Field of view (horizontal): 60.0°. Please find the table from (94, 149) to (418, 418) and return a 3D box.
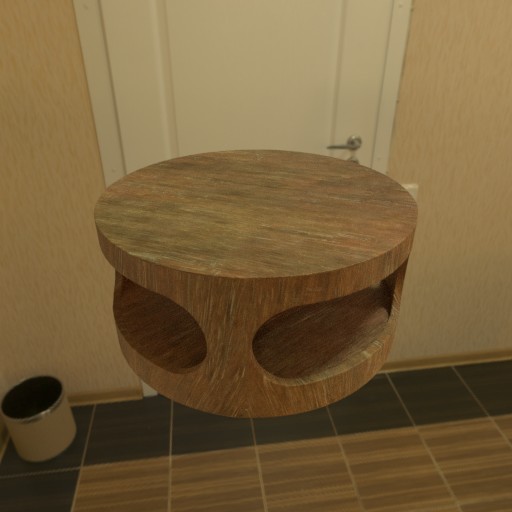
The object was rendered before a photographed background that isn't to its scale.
[{"bbox_3d":[0.000,0.000,1.508,0.974,0.450,0.974,0,30,0],"label":"table"}]
